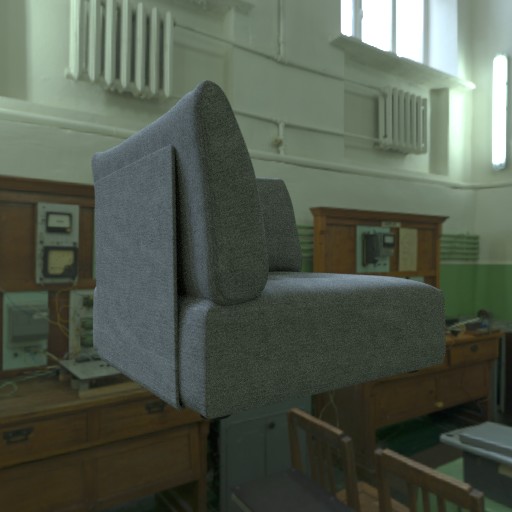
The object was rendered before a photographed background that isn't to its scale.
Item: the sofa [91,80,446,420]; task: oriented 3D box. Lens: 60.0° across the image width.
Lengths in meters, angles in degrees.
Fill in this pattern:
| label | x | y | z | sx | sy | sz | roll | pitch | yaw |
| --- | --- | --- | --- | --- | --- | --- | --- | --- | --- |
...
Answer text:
| label | x | y | z | sx | sy | sz | roll | pitch | yaw |
| --- | --- | --- | --- | --- | --- | --- | --- | --- | --- |
| sofa | 0.000 | 0.000 | 1.671 | 1.000 | 0.820 | 1.000 | 0 | 0 | -35 |
